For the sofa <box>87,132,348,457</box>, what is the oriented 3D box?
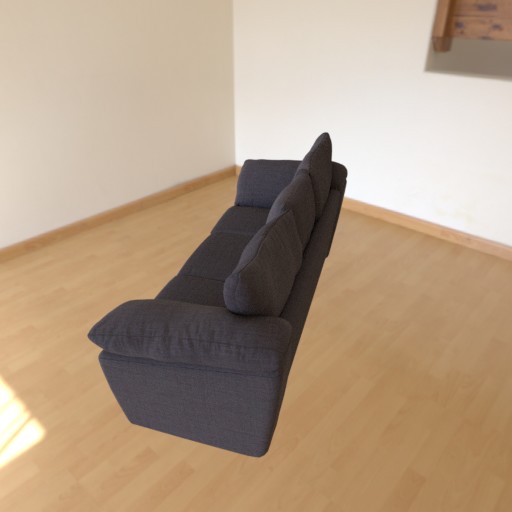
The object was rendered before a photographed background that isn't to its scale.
[{"bbox_3d":[0.000,0.000,2.854,0.883,1.080,2.336,9,32,14],"label":"sofa"}]
